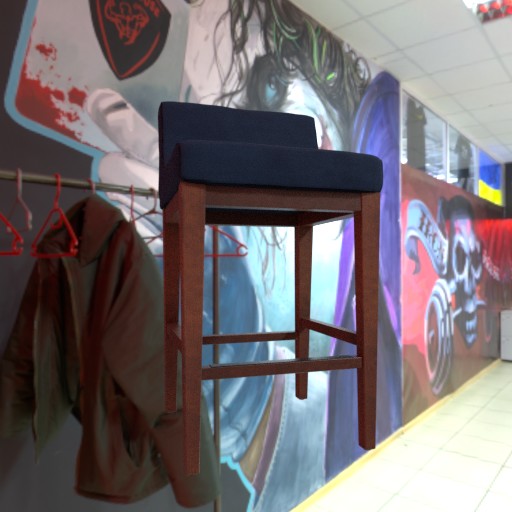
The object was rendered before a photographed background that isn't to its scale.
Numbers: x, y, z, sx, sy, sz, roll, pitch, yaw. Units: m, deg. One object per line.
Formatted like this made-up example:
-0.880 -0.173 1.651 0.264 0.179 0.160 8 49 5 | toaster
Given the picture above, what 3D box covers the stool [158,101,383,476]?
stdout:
0.000 0.000 1.231 0.511 0.945 0.516 0 -1 -17 | stool
